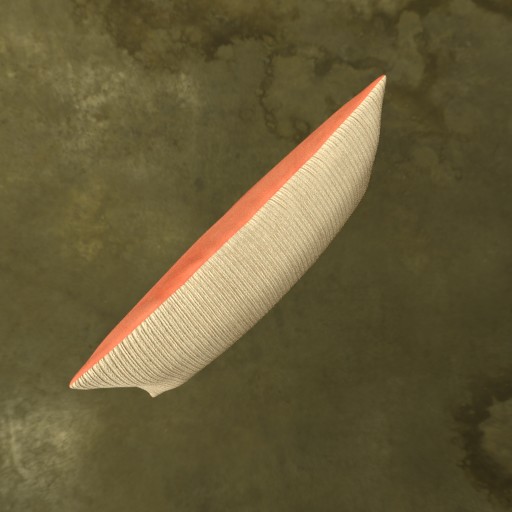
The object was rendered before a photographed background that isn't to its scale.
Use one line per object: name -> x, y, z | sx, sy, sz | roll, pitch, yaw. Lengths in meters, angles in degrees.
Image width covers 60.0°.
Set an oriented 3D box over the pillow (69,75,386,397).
pillow -> 0.000, 0.000, 0.737 | 0.155, 0.307, 0.608 | 43, 80, 10
